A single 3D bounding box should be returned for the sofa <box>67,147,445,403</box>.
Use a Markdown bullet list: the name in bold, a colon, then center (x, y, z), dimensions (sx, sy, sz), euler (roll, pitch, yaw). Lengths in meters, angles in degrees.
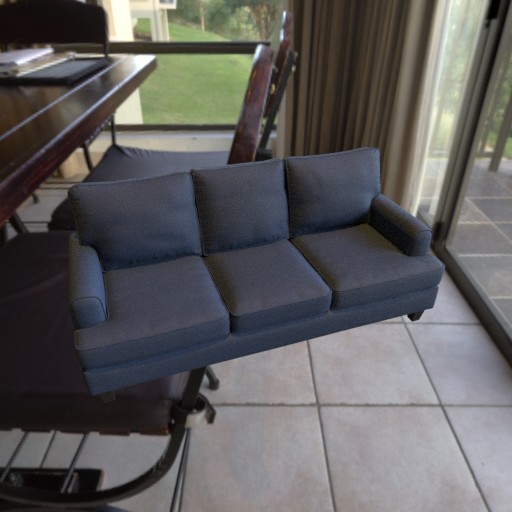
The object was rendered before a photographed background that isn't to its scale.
- **sofa**: center (0.000, 0.000, 2.740), dimensions (2.158, 0.965, 0.951), euler (-11, 34, -16)
